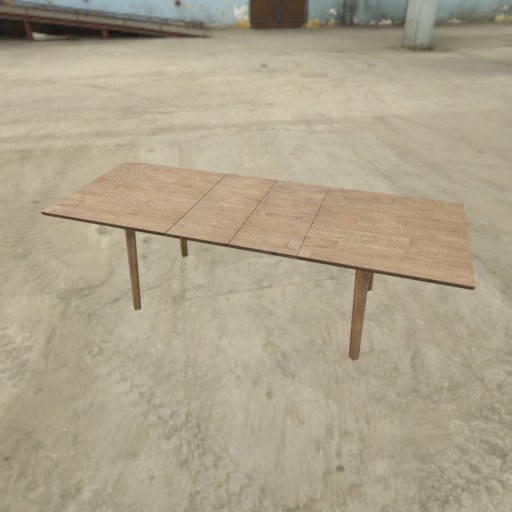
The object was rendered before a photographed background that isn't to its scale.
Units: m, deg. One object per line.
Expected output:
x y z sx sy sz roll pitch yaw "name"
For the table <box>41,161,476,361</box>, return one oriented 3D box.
0.000 0.000 3.121 2.603 0.752 1.000 10 33 16 "table"
